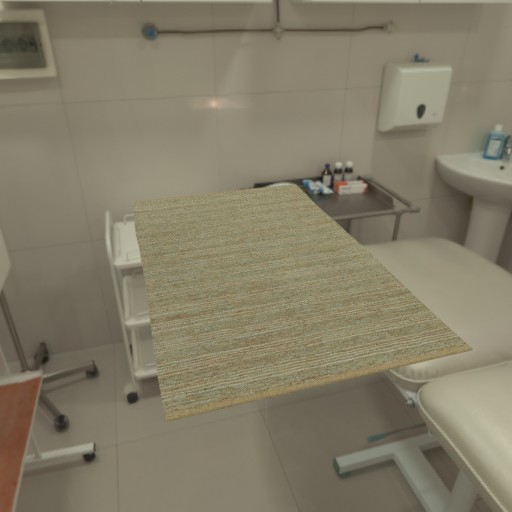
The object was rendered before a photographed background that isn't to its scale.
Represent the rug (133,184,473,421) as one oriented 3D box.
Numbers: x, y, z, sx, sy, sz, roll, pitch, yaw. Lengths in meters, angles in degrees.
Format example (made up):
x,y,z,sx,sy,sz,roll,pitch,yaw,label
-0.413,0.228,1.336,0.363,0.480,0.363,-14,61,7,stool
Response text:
x,y,z,sx,sy,sz,roll,pitch,yaw,label
0.000,0.000,3.044,1.540,0.012,2.448,-8,31,-15,rug
